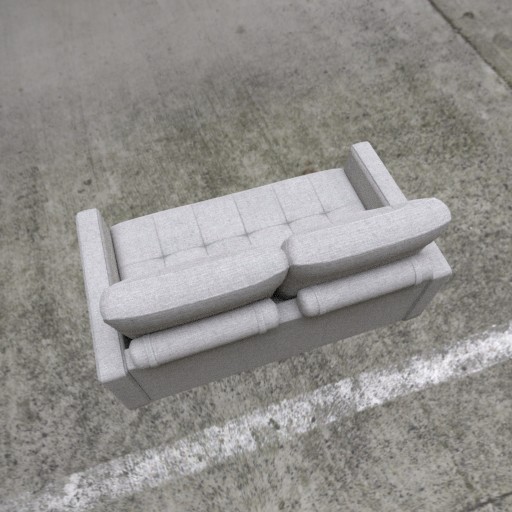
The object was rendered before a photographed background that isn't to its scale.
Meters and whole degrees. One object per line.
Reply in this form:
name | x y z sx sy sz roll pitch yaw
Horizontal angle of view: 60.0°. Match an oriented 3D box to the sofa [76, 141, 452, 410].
sofa | 0.000 0.000 1.937 1.407 0.907 0.842 -16 59 -10
